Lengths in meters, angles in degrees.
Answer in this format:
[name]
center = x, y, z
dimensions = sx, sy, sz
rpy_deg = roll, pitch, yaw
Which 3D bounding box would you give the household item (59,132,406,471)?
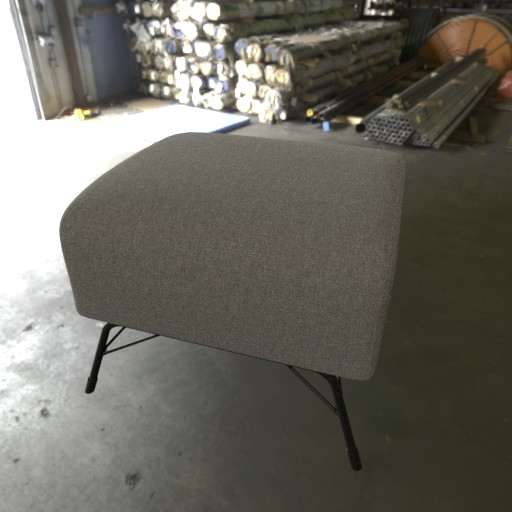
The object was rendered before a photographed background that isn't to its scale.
[household item]
center = 0.000, 0.000, 0.893
dimensions = 0.530, 0.410, 0.530
rpy_deg = 10, 33, 15
